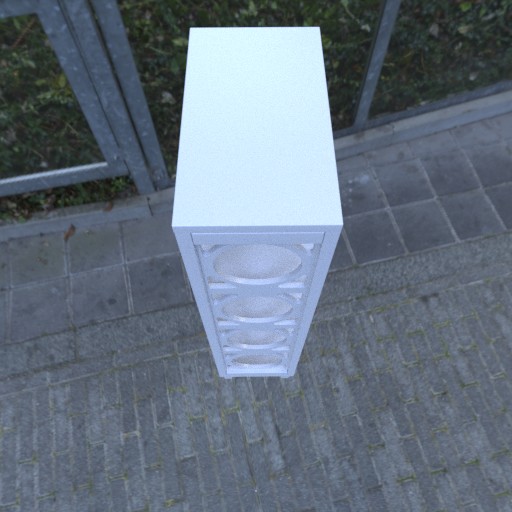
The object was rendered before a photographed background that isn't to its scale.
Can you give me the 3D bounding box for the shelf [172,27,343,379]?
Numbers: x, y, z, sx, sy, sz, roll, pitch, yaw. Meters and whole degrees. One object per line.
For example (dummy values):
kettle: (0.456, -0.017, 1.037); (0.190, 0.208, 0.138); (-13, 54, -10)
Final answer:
shelf: (0.000, 0.000, 1.641); (0.340, 1.411, 0.611); (-1, 62, 0)
